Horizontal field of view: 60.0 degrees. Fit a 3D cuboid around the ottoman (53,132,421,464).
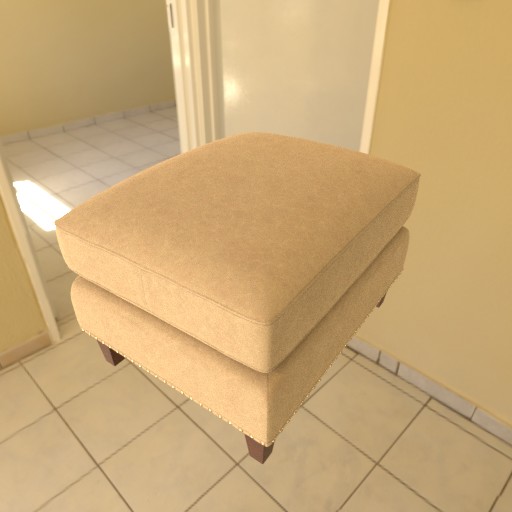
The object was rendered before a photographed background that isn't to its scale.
[{"bbox_3d":[0.000,0.000,1.158,0.584,0.513,0.741,21,39,29],"label":"ottoman"}]
